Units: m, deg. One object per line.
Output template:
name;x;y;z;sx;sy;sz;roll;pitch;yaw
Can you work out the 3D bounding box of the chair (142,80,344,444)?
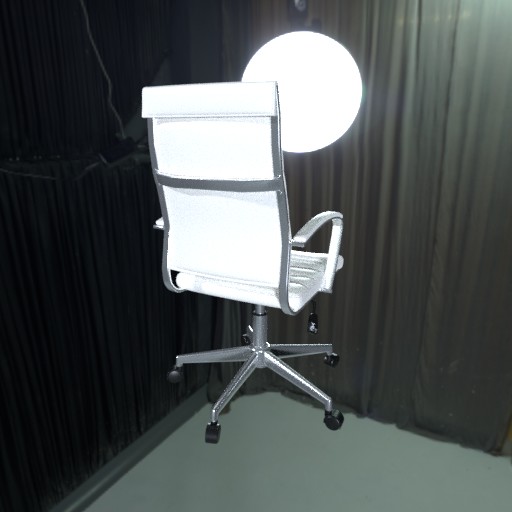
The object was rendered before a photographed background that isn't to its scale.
chair;0.000;0.000;1.650;0.766;1.149;0.739;8;18;26
